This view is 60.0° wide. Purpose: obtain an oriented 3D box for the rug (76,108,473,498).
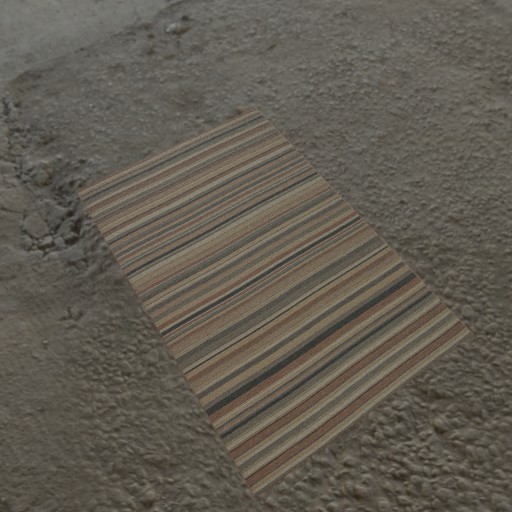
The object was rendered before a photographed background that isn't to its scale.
[{"bbox_3d":[0.000,0.000,2.281,1.219,0.008,1.829,-30,64,-16],"label":"rug"}]
